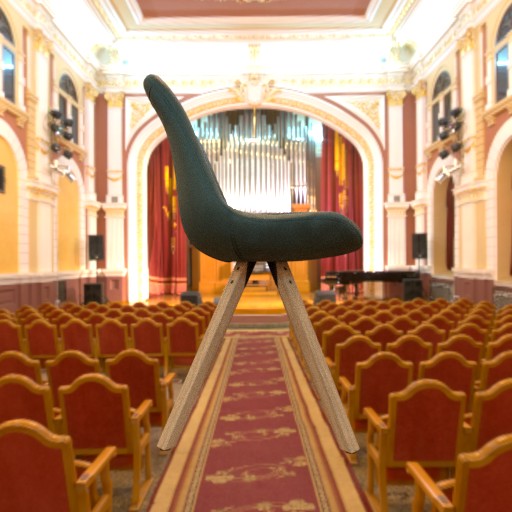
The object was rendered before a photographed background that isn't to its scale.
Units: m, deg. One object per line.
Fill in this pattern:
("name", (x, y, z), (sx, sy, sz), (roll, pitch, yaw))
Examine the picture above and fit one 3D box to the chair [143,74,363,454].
("chair", (0.000, 0.000, 1.181), (0.547, 0.865, 0.483), (0, 0, 0))
